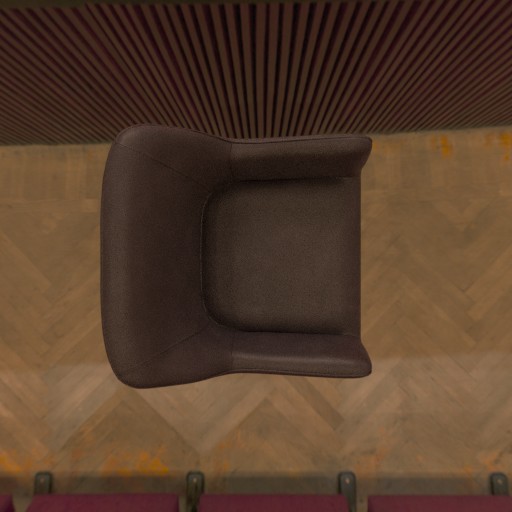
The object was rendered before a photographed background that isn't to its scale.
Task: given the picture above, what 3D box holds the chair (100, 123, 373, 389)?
[{"bbox_3d":[0.000,0.000,1.266,0.610,0.828,0.610,0,90,1],"label":"chair"}]
